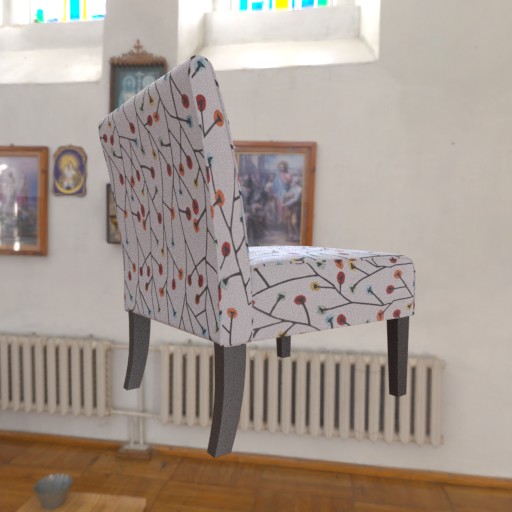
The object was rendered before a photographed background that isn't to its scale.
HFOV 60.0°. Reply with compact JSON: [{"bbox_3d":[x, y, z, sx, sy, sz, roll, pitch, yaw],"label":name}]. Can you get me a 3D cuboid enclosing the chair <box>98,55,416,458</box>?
[{"bbox_3d":[0.000,0.000,1.298,0.732,0.813,0.597,-2,3,-36],"label":"chair"}]
